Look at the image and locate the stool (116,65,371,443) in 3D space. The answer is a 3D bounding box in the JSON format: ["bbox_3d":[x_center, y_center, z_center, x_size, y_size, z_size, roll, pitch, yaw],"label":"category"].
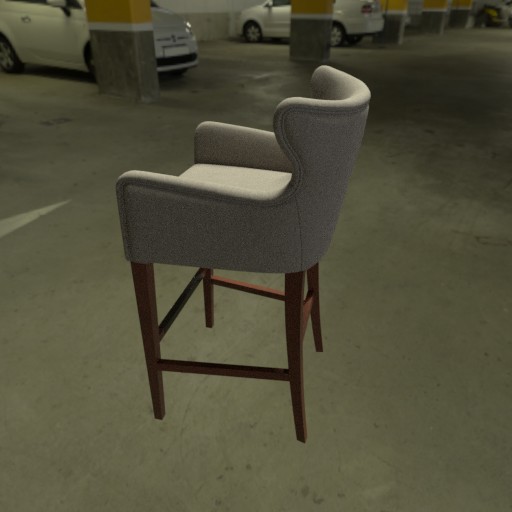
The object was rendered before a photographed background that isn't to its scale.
[{"bbox_3d":[0.000,0.000,1.381,0.575,1.047,0.575,7,31,13],"label":"stool"}]
